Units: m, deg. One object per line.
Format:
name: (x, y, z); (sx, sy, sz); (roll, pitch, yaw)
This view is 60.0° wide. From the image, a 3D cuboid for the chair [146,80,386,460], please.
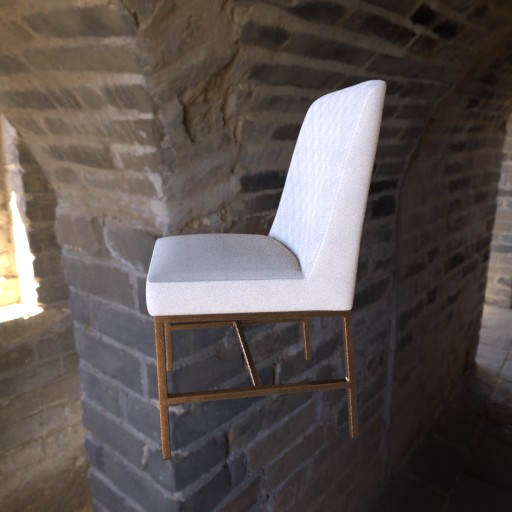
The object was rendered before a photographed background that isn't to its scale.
chair: (0.000, 0.000, 1.289); (0.597, 0.933, 0.503); (-2, 14, -9)
